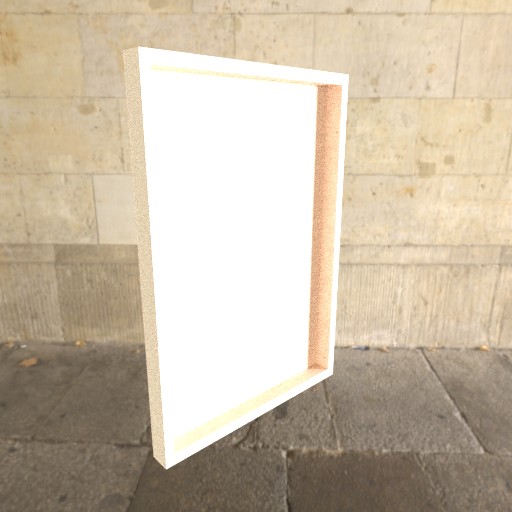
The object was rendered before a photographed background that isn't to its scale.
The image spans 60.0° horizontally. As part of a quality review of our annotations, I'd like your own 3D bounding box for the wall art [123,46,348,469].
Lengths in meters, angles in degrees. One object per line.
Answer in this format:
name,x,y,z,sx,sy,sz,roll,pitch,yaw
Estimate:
wall art,0.000,0.000,0.762,0.418,0.608,0.038,-14,21,-41
